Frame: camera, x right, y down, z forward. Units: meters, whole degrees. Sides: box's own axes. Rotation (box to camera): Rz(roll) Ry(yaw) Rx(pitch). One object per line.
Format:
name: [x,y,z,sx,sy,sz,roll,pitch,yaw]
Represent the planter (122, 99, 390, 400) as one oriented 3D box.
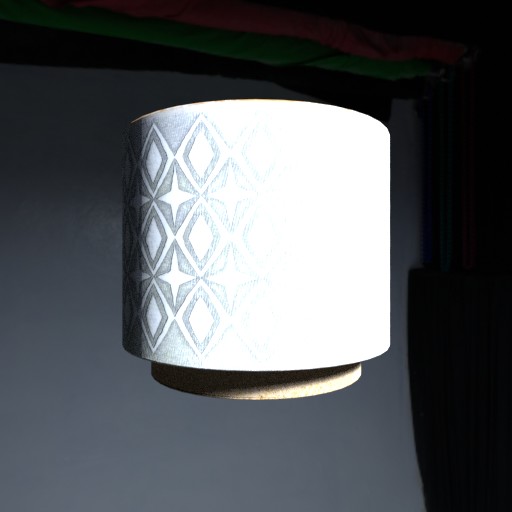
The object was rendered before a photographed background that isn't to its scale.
planter: [0.000,0.000,0.441,0.255,0.223,0.255,0,0,0]
